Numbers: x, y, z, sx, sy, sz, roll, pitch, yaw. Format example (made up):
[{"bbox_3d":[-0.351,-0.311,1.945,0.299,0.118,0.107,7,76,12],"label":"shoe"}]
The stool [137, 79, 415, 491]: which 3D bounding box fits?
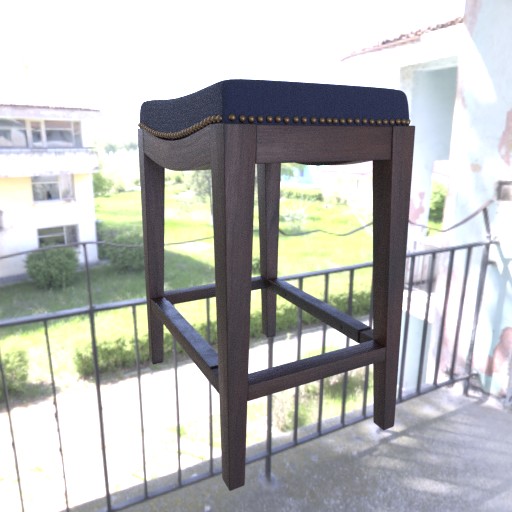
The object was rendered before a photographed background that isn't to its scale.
[{"bbox_3d":[0.000,0.000,0.934,0.361,0.642,0.500,-8,17,-27],"label":"stool"}]
